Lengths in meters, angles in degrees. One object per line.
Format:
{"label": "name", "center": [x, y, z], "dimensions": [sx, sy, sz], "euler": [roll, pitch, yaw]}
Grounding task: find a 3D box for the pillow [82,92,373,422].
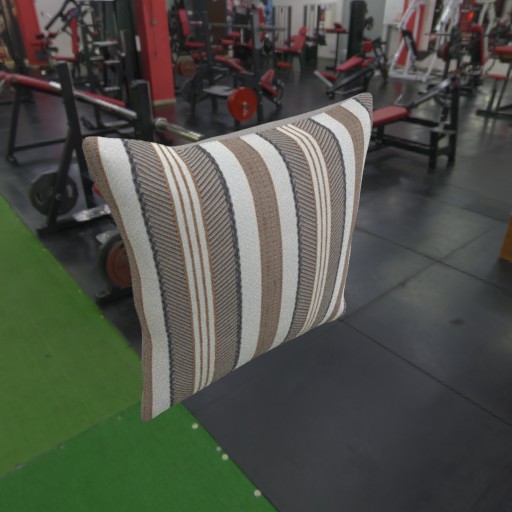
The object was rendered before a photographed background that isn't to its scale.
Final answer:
{"label": "pillow", "center": [0.000, 0.000, 0.628], "dimensions": [0.416, 0.401, 0.173], "euler": [-21, 36, -32]}
